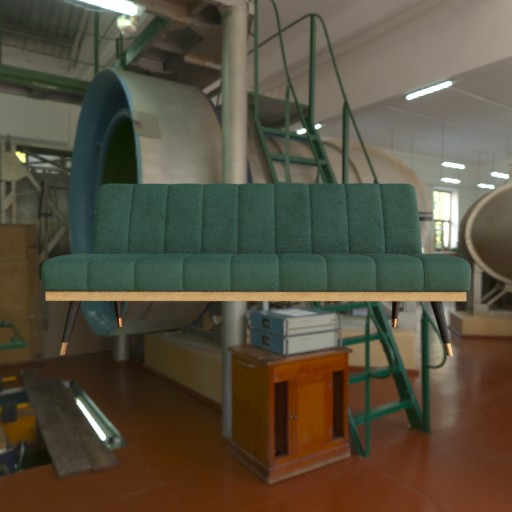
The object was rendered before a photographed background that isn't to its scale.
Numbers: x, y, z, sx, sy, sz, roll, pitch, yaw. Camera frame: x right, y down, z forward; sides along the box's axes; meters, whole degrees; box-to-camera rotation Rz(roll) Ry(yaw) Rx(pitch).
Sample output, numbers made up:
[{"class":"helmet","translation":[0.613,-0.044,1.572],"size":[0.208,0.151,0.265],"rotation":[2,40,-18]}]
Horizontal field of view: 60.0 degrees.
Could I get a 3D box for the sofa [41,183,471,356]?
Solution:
[{"class":"sofa","translation":[0.000,0.000,2.240],"size":[1.810,0.820,0.830],"rotation":[0,1,1]}]
